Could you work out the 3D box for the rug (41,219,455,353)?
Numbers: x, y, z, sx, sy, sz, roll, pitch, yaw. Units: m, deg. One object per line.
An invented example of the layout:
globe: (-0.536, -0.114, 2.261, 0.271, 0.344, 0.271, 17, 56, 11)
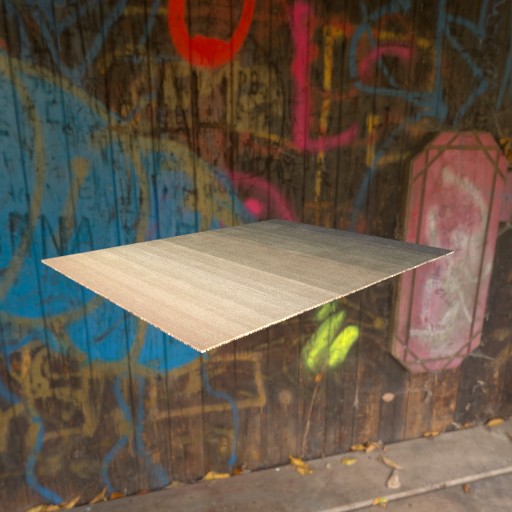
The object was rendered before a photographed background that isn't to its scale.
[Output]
rug: (0.000, 0.000, 3.980, 2.932, 0.015, 2.315, -14, 20, -42)
